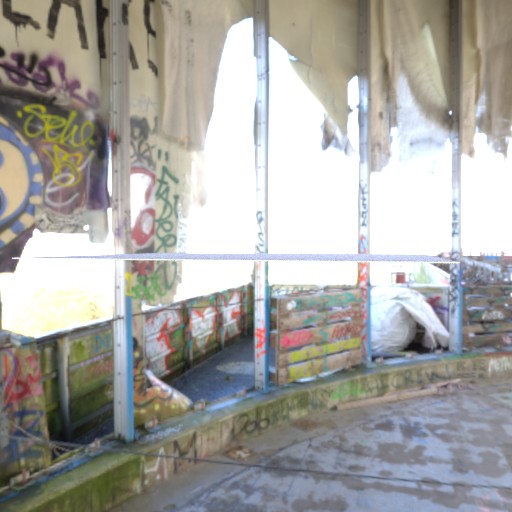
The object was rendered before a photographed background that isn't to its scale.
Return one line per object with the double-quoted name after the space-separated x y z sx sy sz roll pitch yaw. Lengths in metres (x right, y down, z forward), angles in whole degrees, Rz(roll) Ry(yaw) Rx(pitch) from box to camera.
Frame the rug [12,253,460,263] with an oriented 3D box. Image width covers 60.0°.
0.000 0.000 3.907 2.980 0.012 2.363 0 1 17 "rug"
